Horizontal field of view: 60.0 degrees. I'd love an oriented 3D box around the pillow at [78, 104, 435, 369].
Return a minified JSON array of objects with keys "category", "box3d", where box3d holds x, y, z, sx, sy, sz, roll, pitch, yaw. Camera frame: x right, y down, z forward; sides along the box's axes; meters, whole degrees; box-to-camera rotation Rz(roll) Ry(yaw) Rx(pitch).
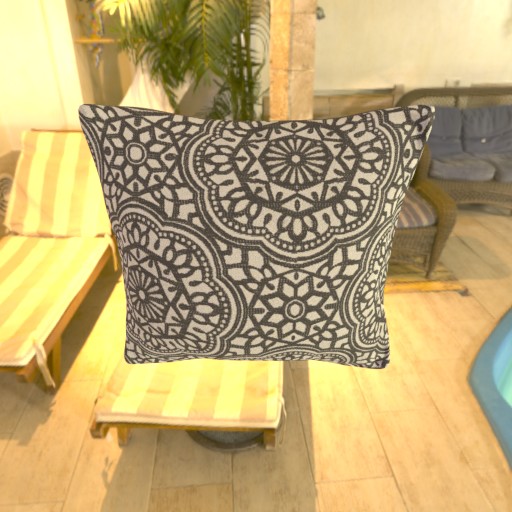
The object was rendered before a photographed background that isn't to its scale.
[{"category":"pillow","box3d":[0.000,0.000,0.632,0.436,0.417,0.148,1,29,1]}]
